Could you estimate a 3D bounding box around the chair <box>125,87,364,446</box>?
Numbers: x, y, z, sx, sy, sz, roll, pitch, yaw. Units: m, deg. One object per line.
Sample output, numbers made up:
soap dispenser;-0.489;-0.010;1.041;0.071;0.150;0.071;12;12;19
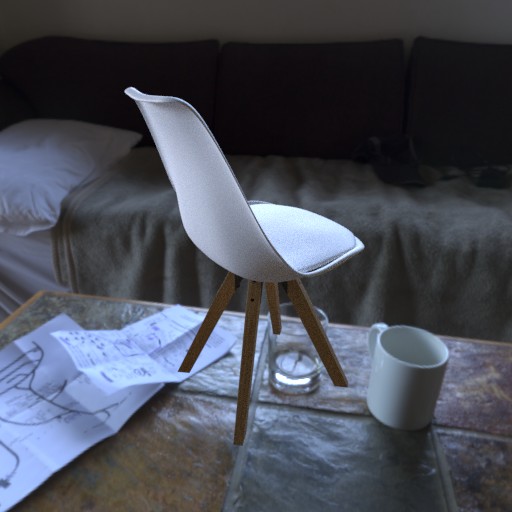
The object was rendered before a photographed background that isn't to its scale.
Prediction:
chair;0.000;0.000;1.173;0.550;0.849;0.485;-17;31;-30
